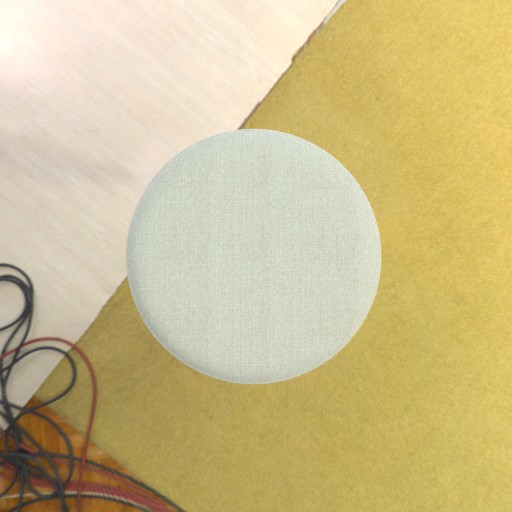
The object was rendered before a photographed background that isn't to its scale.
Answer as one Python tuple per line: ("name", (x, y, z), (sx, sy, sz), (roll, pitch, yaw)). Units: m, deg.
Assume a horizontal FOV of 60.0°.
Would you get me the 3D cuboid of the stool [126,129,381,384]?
("stool", (0.000, 0.000, 1.076), (0.446, 0.758, 0.446), (0, 90, 1))
